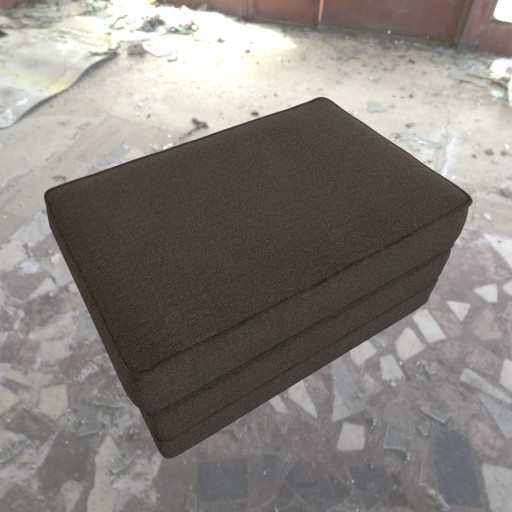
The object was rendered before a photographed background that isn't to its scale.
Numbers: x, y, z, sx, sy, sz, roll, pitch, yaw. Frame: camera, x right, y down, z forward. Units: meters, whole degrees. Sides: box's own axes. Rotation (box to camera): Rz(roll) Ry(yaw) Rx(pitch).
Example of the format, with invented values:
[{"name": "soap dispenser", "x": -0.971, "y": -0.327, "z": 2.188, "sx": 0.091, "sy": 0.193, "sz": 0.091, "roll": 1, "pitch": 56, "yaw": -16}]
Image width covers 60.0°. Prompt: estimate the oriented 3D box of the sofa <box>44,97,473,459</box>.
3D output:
[{"name": "sofa", "x": 0.000, "y": 0.000, "z": 1.163, "sx": 0.854, "sy": 0.457, "sz": 0.578, "roll": -25, "pitch": 52, "yaw": -21}]
